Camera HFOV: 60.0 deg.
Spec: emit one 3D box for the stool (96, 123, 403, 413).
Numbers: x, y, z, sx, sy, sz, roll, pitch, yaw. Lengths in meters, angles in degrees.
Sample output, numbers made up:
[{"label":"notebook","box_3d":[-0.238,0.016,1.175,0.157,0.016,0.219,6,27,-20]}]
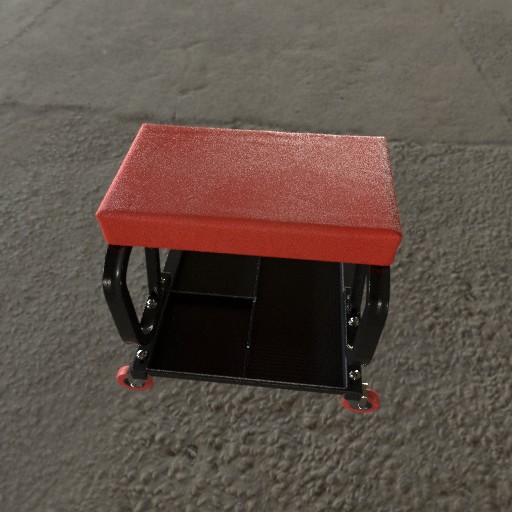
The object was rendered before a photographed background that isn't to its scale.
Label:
[{"label":"stool","box_3d":[0.000,0.000,0.743,0.446,0.380,0.371,4,47,4]}]
